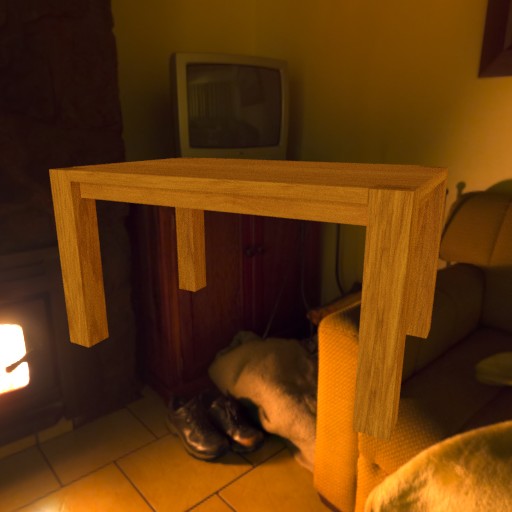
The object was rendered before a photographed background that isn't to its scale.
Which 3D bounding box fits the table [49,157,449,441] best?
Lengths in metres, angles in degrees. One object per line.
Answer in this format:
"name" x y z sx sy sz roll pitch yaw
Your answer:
"table" 0.000 0.000 1.939 1.400 0.760 0.900 8 18 27
